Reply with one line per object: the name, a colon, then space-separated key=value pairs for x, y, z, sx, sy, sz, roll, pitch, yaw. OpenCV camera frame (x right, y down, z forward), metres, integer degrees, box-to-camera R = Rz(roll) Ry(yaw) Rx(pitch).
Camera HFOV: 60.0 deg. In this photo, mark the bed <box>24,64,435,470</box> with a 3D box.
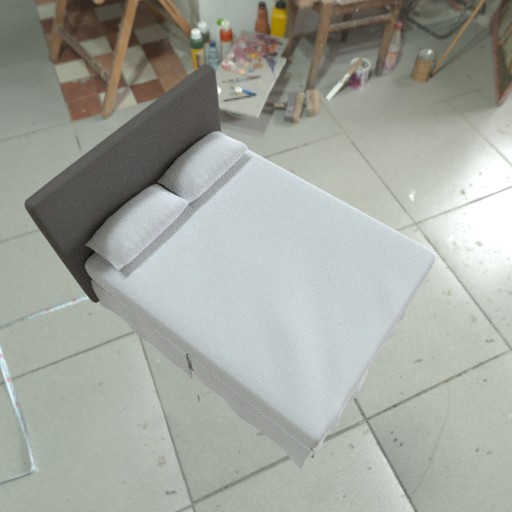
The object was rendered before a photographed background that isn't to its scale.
bed: x=0.000 y=0.000 z=3.121 sx=2.142 sy=1.330 sz=1.723 roll=33 pitch=64 yaw=19
